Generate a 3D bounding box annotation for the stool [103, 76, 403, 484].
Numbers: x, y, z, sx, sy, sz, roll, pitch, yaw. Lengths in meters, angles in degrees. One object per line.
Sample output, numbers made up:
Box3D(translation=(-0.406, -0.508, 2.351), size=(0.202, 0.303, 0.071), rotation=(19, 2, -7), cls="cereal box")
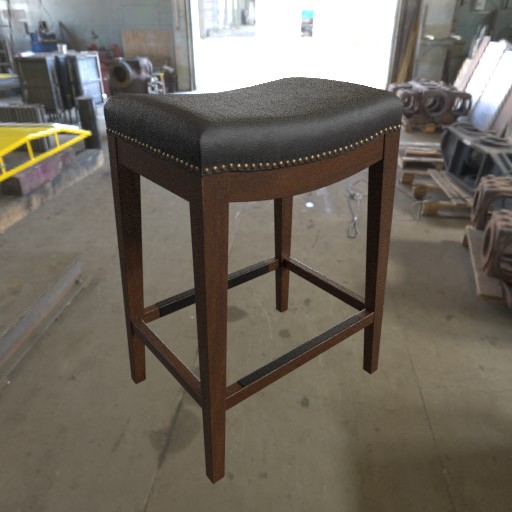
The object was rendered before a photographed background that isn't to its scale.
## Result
Box3D(translation=(0.000, 0.000, 0.929), size=(0.490, 0.664, 0.353), rotation=(-21, 35, -33), cls="stool")
